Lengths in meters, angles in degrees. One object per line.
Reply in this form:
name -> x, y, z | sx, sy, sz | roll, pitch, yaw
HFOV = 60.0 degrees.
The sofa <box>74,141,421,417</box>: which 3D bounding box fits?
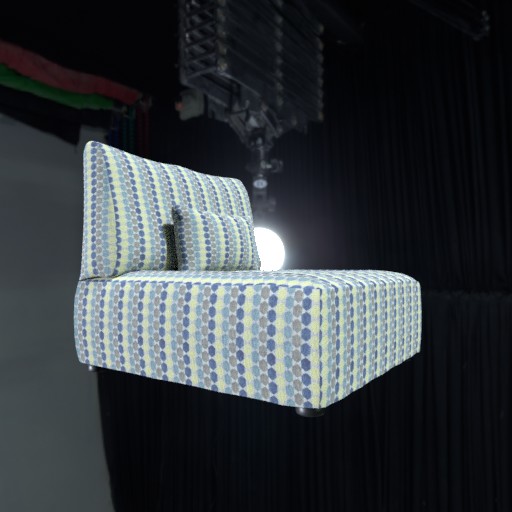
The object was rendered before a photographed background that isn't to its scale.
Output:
sofa -> 0.000, 0.000, 1.714 | 1.000, 0.830, 0.930 | -1, -1, 35
